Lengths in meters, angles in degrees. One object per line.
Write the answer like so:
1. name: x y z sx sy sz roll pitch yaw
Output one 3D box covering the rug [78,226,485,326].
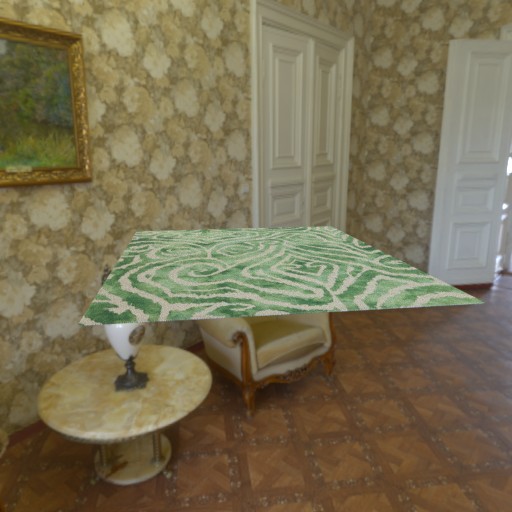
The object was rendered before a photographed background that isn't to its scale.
1. rug: 0.000 0.000 4.061 2.436 0.007 3.045 -2 13 -9
